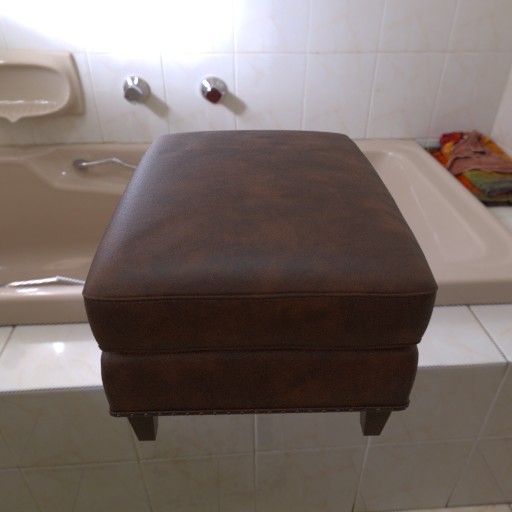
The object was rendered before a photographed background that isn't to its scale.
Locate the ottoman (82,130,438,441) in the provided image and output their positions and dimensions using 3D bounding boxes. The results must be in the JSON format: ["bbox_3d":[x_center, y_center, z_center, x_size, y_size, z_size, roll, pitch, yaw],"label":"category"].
[{"bbox_3d":[0.000,0.000,1.086,0.586,0.486,0.742,-1,34,-1],"label":"ottoman"}]
